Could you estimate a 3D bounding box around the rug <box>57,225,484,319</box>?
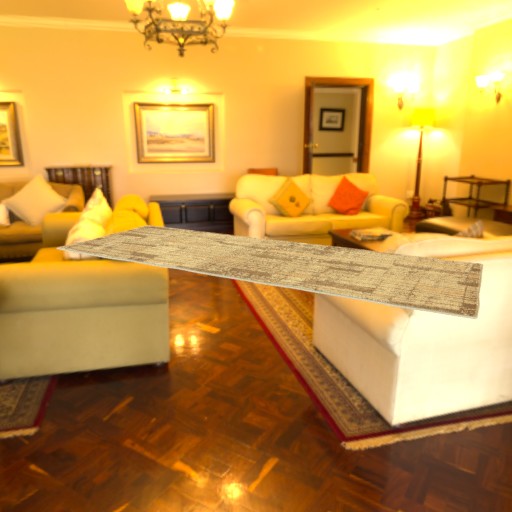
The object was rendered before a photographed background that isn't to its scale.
[{"bbox_3d":[0.000,0.000,2.605,2.383,0.018,0.857,8,17,27],"label":"rug"}]
